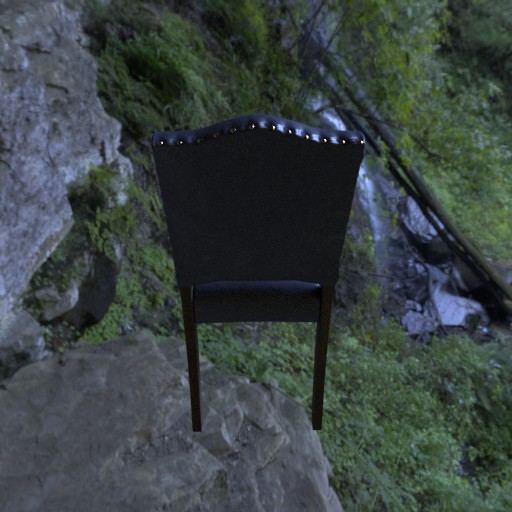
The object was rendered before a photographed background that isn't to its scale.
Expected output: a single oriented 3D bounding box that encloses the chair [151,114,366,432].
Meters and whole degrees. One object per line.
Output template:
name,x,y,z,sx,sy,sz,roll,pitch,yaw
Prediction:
chair,0.000,0.000,1.372,0.500,0.991,0.633,0,31,-1
